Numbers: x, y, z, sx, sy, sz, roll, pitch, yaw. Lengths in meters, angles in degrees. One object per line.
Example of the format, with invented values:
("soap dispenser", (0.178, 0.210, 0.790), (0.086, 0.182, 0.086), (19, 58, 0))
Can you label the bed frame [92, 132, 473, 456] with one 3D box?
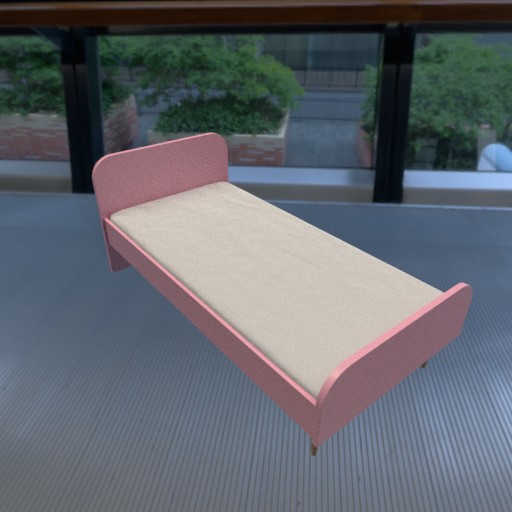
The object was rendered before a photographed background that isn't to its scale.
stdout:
("bed frame", (0.000, 0.000, 2.473), (0.998, 0.805, 1.963), (-23, 38, -32))
